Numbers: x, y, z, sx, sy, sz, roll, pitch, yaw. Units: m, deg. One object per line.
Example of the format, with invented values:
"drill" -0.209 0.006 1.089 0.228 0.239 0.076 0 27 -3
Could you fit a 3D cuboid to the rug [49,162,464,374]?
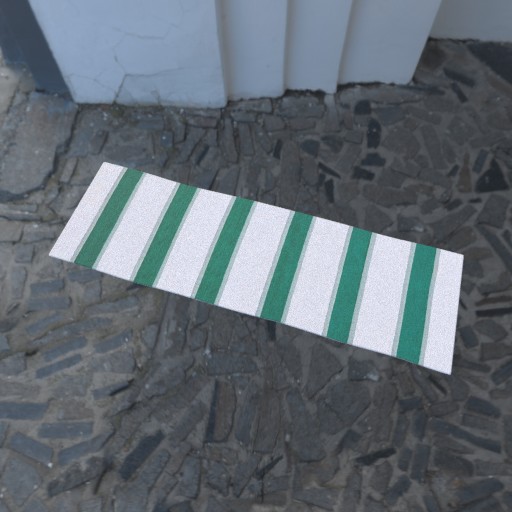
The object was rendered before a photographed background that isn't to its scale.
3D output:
"rug" 0.000 0.000 2.727 2.438 0.012 0.768 15 64 8
